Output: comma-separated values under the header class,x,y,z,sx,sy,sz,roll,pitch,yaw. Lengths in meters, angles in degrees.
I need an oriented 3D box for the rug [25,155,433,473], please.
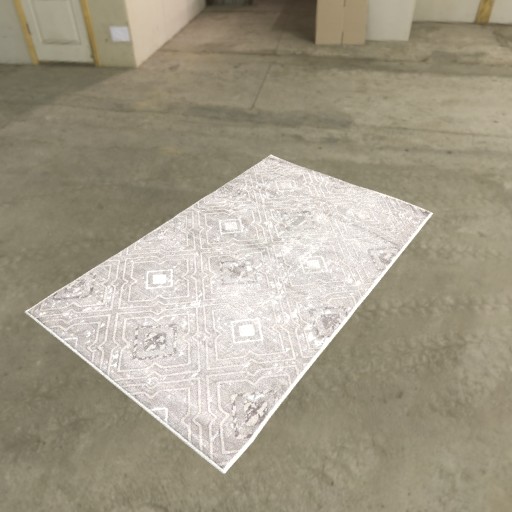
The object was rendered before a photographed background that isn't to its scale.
class,x,y,z,sx,sy,sz,roll,pitch,yaw
rug,0.000,0.000,2.975,1.537,0.036,2.447,26,47,28
